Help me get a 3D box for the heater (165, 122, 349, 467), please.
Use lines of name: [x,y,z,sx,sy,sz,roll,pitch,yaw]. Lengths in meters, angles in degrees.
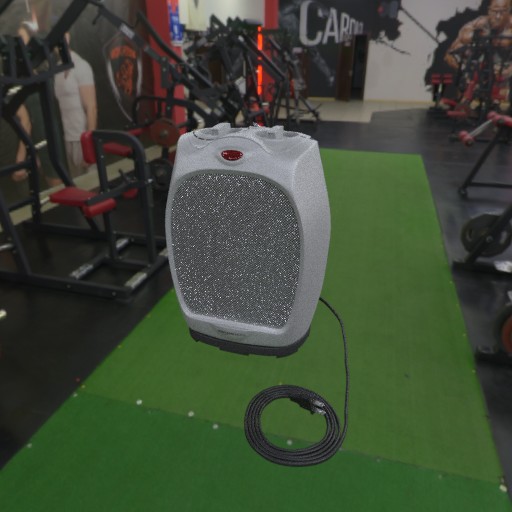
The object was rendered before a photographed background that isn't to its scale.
heater: [0.000,0.000,0.475,0.239,0.255,0.291,8,26,16]
